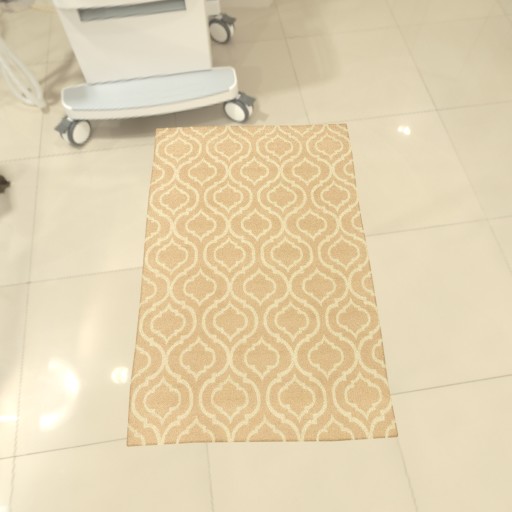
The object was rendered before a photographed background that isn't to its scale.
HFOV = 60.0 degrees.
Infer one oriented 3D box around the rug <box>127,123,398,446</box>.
[{"bbox_3d":[0.000,0.000,2.252,1.152,0.013,1.761,-2,63,-1],"label":"rug"}]
